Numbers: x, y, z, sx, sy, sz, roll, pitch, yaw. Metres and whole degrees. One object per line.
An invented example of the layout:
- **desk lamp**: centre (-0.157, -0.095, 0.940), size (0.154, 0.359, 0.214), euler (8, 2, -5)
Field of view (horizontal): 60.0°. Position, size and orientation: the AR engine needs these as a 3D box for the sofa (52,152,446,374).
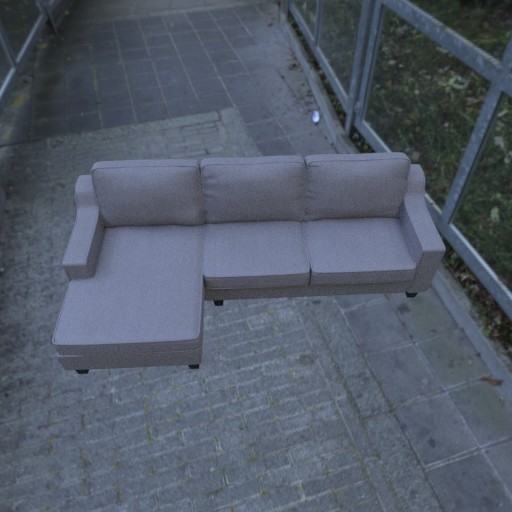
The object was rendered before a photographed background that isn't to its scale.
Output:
- **sofa**: centre (0.000, 0.000, 3.104), size (2.561, 0.928, 1.294), euler (-2, 47, -2)
